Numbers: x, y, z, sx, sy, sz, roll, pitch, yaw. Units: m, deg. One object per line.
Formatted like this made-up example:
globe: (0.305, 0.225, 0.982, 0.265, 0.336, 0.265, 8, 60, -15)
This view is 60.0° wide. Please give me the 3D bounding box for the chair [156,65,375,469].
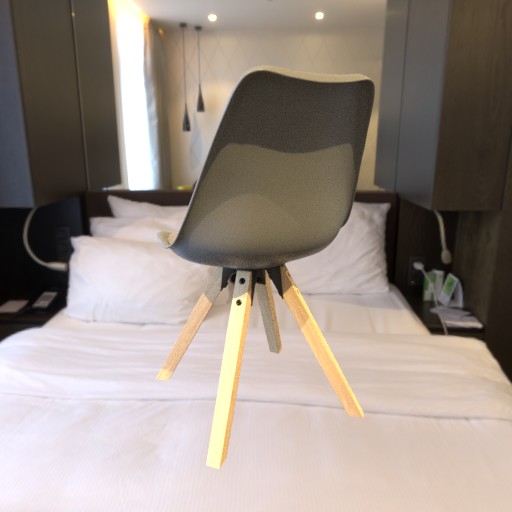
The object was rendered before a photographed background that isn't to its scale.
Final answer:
chair: (0.000, 0.000, 1.171, 0.485, 0.850, 0.550, -7, 16, -27)
